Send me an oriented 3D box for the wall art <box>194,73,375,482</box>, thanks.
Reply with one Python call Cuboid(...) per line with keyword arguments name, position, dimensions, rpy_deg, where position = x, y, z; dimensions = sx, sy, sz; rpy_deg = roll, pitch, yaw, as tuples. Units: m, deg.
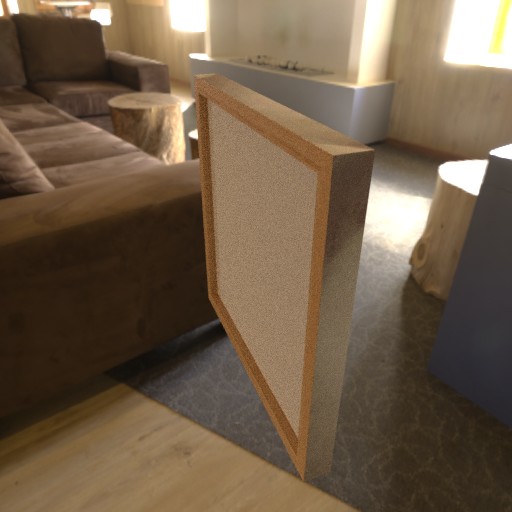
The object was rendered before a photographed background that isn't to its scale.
Cuboid(name="wall art", position=(0.000, 0.000, 0.449), dimensions=(0.028, 0.303, 0.303), rpy_deg=(-11, 33, -19))
